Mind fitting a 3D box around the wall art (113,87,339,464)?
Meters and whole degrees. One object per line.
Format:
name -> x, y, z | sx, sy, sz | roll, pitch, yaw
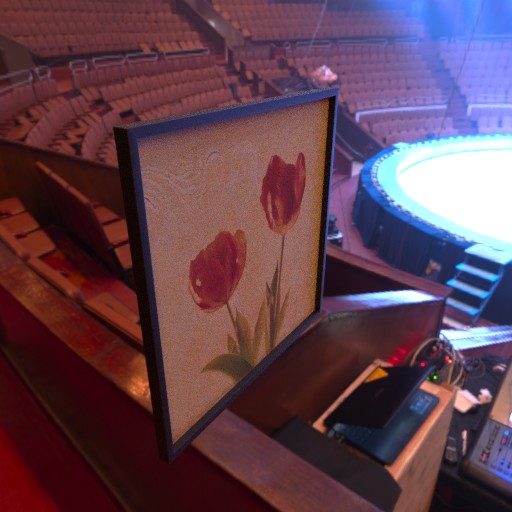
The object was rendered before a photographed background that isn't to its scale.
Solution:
wall art -> 0.000, 0.000, 1.215 | 0.043, 0.807, 0.805 | 17, 31, 31
